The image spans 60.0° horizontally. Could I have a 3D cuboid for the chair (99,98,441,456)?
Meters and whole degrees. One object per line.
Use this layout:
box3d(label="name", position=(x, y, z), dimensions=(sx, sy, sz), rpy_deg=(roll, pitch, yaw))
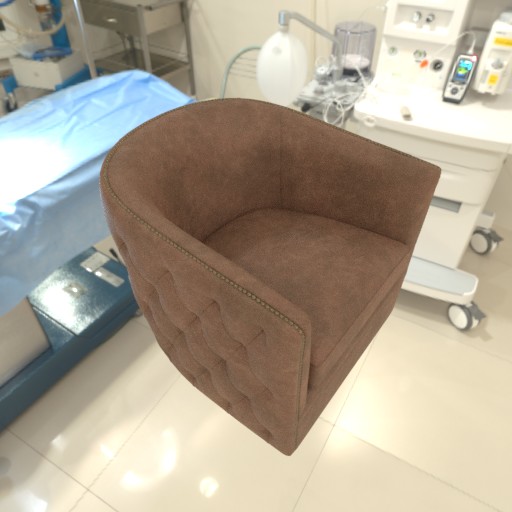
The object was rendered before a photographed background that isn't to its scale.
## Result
box3d(label="chair", position=(0.000, 0.000, 1.549), dimensions=(0.870, 0.790, 0.850), rpy_deg=(27, 49, 26))
